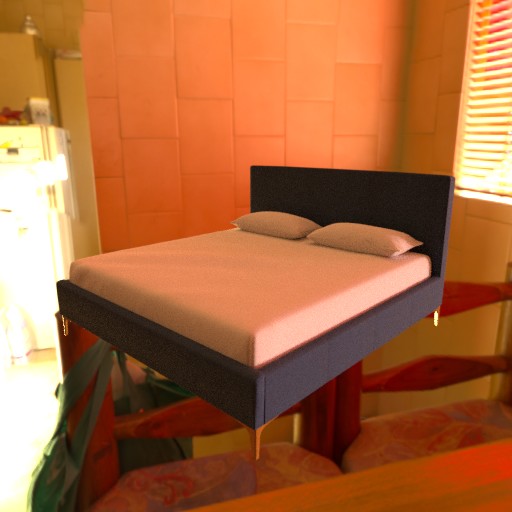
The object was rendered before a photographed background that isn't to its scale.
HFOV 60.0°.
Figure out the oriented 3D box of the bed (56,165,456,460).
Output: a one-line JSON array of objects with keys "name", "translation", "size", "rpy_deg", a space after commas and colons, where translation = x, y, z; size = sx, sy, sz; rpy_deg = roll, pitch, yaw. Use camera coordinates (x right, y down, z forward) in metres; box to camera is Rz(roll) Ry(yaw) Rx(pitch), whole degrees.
[{"name": "bed", "translation": [0.000, 0.000, 3.408], "size": [2.096, 1.231, 2.232], "rpy_deg": [13, 20, 42]}]
